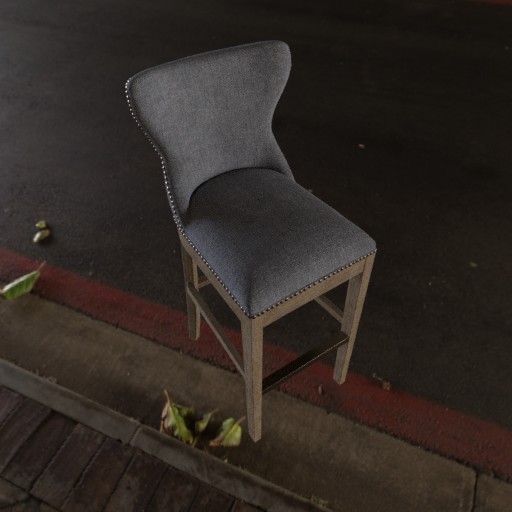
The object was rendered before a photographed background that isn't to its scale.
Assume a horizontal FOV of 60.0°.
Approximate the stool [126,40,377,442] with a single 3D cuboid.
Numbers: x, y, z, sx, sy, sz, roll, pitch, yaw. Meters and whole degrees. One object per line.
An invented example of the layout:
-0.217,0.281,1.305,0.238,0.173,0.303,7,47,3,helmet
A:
0.000,0.000,1.429,0.494,1.123,0.606,-25,50,-24,stool
